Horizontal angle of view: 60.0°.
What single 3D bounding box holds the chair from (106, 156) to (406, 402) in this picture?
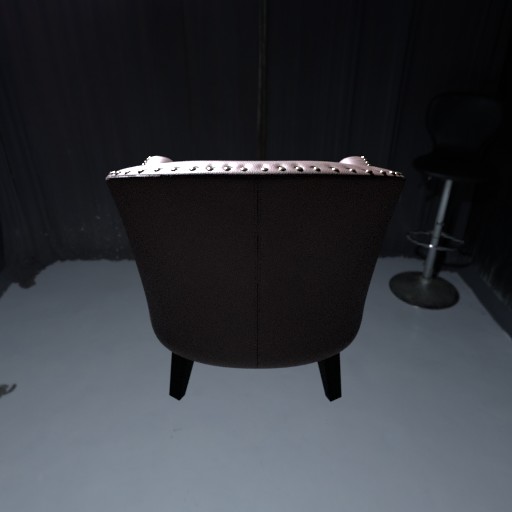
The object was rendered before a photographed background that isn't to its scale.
[{"bbox_3d":[0.000,0.000,1.413,0.794,0.823,0.748,0,30,0],"label":"chair"}]
